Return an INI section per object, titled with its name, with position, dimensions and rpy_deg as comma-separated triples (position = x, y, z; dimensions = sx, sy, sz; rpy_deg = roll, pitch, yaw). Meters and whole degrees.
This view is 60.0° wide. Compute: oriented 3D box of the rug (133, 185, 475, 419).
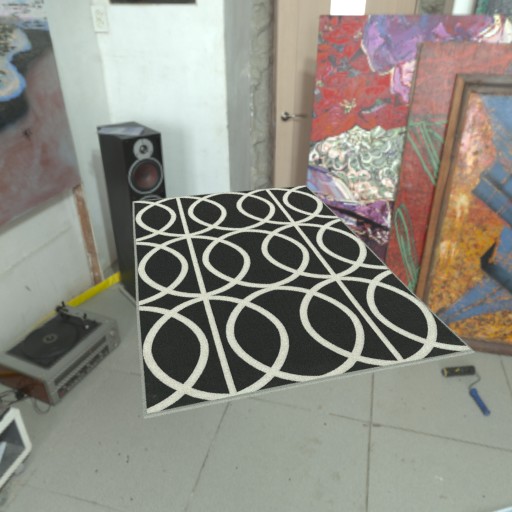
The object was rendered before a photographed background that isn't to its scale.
[rug]
position = 0.000, 0.000, 2.868
dimensions = 1.526, 0.014, 2.290
rpy_deg = -7, 30, -13
